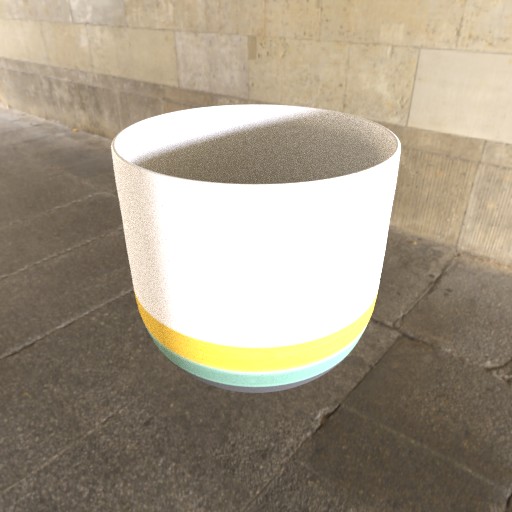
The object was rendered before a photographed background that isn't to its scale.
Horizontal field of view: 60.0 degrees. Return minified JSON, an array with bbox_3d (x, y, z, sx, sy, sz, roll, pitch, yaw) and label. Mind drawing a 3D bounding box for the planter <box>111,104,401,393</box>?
[{"bbox_3d":[0.000,0.000,0.490,0.268,0.270,0.268,0,31,0],"label":"planter"}]
